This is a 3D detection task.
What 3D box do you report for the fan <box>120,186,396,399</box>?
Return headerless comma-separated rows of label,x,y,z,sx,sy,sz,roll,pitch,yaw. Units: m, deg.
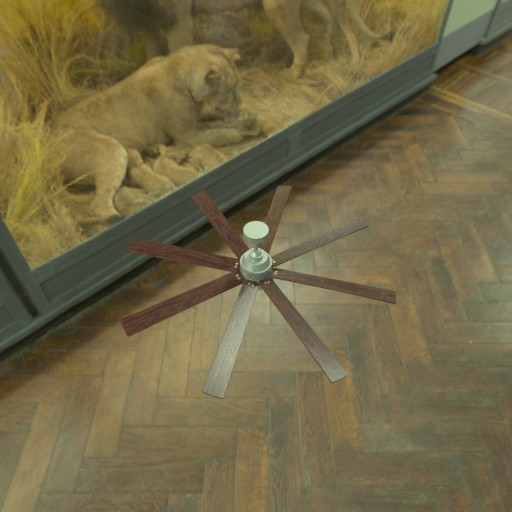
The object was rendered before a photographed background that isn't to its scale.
fan,0.000,0.000,2.857,1.830,0.472,1.830,11,48,10
